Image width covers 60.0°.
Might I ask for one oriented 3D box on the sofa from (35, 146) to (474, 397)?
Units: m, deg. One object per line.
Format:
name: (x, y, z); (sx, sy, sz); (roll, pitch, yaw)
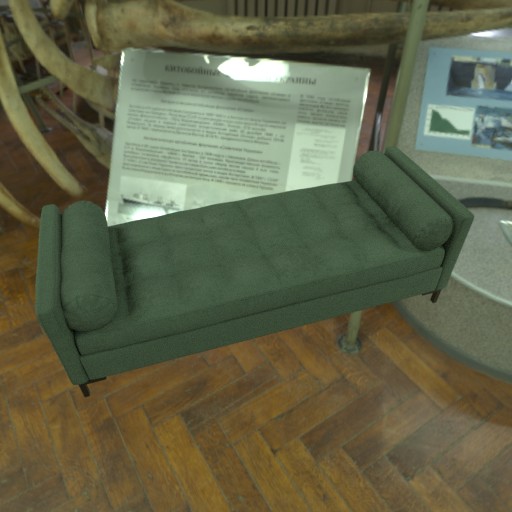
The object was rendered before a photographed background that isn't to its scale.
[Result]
sofa: (0.000, 0.000, 2.483); (2.130, 0.681, 0.817); (-12, 44, -13)
